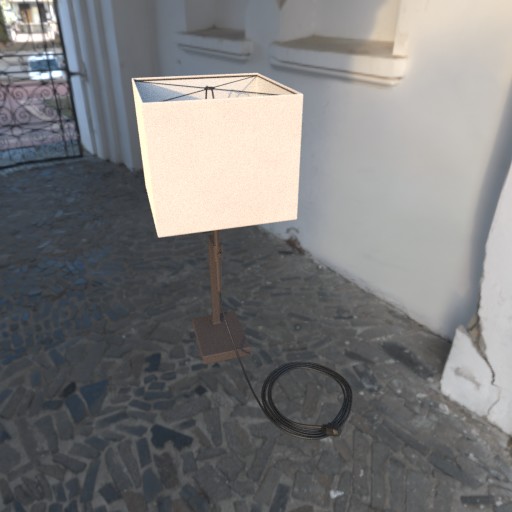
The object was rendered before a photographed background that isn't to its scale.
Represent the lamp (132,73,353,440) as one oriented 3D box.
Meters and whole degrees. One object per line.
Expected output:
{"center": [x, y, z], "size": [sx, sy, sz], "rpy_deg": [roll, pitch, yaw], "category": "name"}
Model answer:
{"center": [0.000, 0.000, 0.946], "size": [0.399, 0.660, 0.504], "rpy_deg": [-9, 31, -14], "category": "lamp"}
